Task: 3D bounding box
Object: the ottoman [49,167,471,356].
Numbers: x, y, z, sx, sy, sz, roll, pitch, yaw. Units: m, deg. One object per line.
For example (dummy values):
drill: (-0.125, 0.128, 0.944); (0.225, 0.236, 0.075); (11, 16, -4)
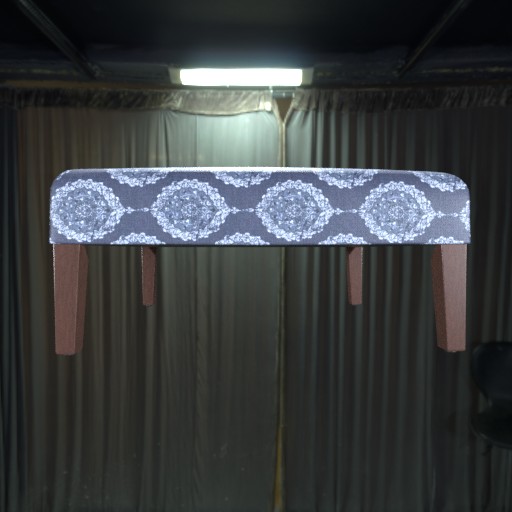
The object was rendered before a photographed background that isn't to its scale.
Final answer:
ottoman: (0.000, 0.000, 1.365); (0.890, 0.409, 0.889); (0, 1, -2)
